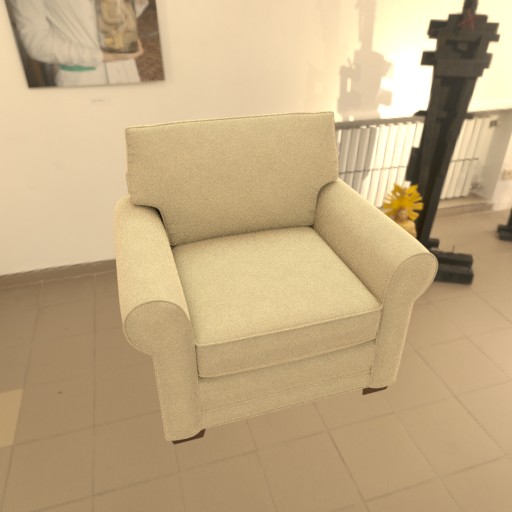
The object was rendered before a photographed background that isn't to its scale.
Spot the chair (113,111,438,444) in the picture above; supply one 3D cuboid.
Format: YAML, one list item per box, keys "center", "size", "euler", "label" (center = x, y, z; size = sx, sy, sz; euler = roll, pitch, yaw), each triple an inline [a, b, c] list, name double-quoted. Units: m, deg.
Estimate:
- center: [0.000, 0.000, 1.750]
  size: [1.040, 0.955, 0.863]
  euler: [-9, 33, -15]
  label: "chair"
